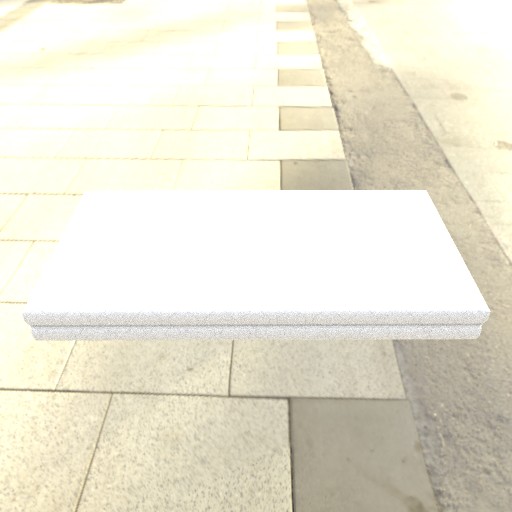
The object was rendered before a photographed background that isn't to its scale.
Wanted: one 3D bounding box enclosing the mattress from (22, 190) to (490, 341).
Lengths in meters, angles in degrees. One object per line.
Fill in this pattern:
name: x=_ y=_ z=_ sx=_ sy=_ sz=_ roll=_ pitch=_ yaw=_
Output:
mattress: x=0.000 y=0.000 z=2.176 sx=1.900 sy=0.200 sz=0.900 roll=0 pitch=41 yaw=0
